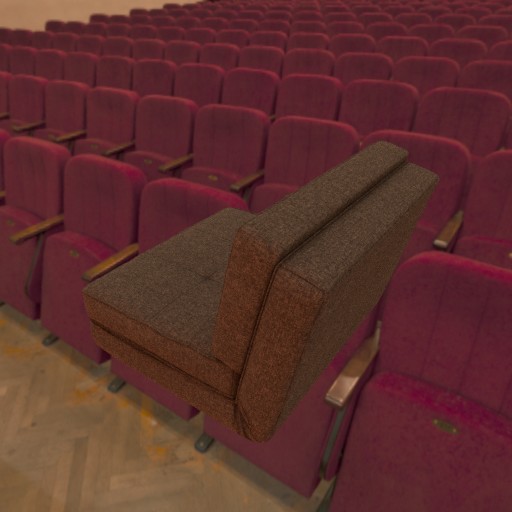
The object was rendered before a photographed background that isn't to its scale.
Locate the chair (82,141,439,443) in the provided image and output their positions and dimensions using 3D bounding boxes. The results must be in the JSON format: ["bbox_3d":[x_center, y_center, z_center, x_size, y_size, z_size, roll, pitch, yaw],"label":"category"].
[{"bbox_3d":[0.000,0.000,1.340,0.800,0.615,0.740,20,36,30],"label":"chair"}]
